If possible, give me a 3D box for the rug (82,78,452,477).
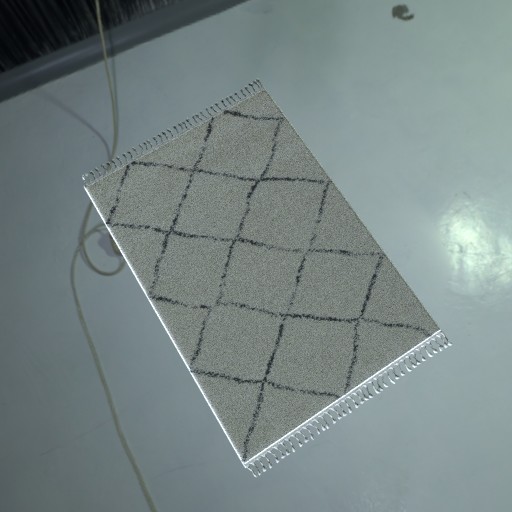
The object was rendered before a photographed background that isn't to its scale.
[{"bbox_3d":[0.000,0.000,2.950,1.494,0.031,2.307,-31,77,-8],"label":"rug"}]
